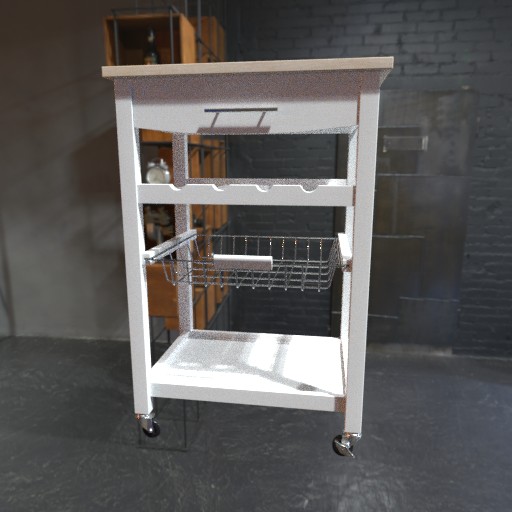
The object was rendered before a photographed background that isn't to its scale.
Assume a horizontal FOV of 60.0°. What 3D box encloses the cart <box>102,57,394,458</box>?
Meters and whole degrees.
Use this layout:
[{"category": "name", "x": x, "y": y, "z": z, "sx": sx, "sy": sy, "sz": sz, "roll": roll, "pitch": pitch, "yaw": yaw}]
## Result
[{"category": "cart", "x": 0.000, "y": 0.000, "z": 1.147, "sx": 0.578, "sy": 0.857, "sz": 0.406, "roll": 2, "pitch": 12, "yaw": 9}]
